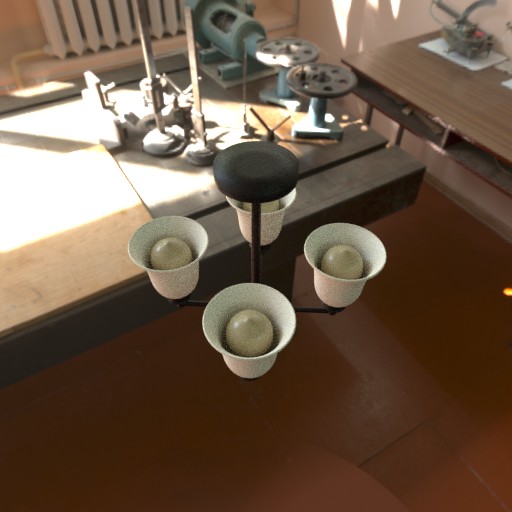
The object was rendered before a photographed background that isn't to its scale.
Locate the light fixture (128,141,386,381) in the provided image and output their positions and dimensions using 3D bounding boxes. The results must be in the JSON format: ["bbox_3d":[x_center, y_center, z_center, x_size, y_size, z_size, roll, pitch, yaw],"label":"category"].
[{"bbox_3d":[0.000,0.000,1.880,1.069,0.925,1.069,3,46,3],"label":"light fixture"}]
